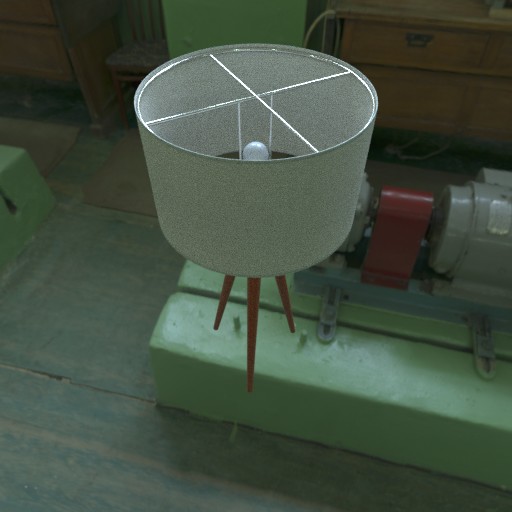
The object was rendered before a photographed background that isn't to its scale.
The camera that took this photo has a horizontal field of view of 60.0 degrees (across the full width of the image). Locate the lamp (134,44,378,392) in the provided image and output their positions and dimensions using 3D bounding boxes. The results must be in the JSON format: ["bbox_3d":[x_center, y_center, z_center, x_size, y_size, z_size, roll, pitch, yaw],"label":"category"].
[{"bbox_3d":[0.000,0.000,0.913,0.355,0.709,0.354,9,47,9],"label":"lamp"}]
